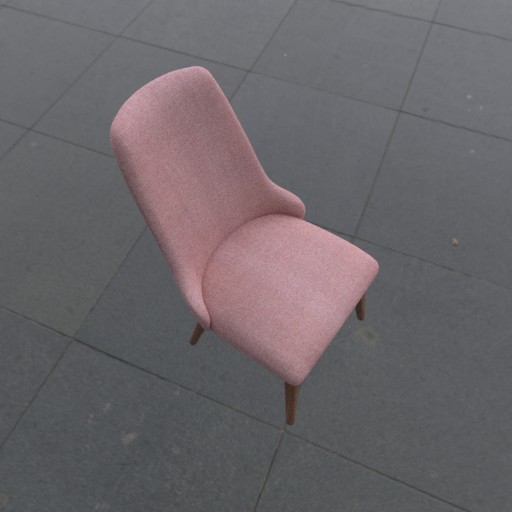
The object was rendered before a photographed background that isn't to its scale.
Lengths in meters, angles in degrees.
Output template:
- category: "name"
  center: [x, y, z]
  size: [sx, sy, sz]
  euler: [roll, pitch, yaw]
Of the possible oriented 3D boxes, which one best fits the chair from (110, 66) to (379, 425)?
- category: "chair"
  center: [0.000, 0.000, 1.373]
  size: [0.707, 0.918, 0.535]
  euler: [33, 64, 19]
